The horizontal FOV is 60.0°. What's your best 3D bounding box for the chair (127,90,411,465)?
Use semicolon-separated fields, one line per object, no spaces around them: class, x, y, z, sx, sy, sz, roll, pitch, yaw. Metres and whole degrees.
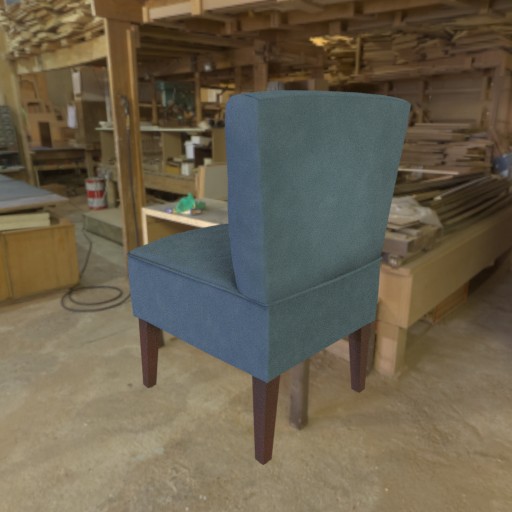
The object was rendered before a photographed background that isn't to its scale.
chair;0.000;0.000;1.178;0.521;0.806;0.551;-17;24;-42
